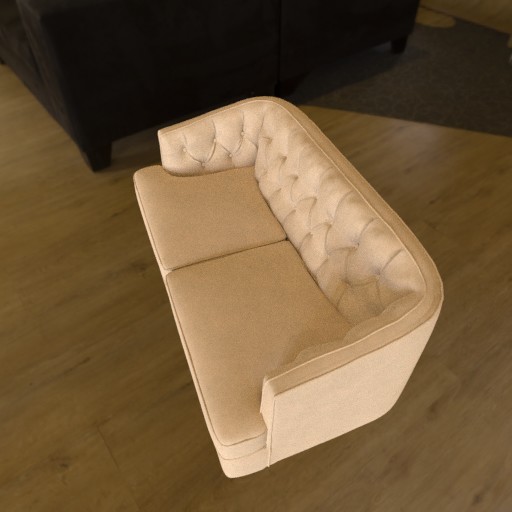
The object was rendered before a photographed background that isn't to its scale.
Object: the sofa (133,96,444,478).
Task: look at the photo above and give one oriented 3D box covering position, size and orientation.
[{"bbox_3d":[0.000,0.000,2.202,0.940,0.878,1.731,-15,48,-14],"label":"sofa"}]
